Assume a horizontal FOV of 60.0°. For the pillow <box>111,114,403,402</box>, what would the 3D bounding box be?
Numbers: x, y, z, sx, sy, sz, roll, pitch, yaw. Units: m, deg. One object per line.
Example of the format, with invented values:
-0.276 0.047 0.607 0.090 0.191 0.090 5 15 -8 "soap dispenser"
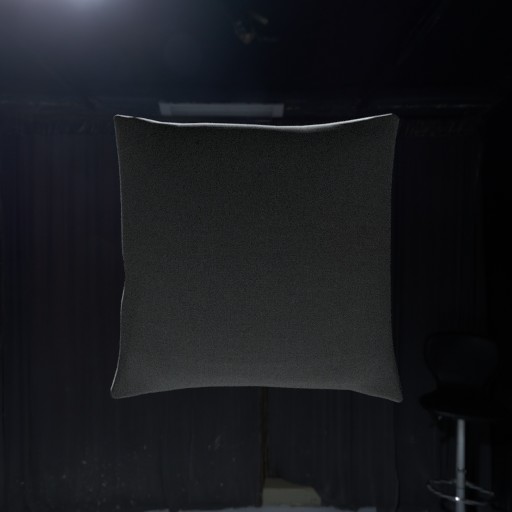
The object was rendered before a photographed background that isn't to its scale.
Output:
0.000 0.000 0.766 0.496 0.491 0.219 0 0 1 "pillow"
